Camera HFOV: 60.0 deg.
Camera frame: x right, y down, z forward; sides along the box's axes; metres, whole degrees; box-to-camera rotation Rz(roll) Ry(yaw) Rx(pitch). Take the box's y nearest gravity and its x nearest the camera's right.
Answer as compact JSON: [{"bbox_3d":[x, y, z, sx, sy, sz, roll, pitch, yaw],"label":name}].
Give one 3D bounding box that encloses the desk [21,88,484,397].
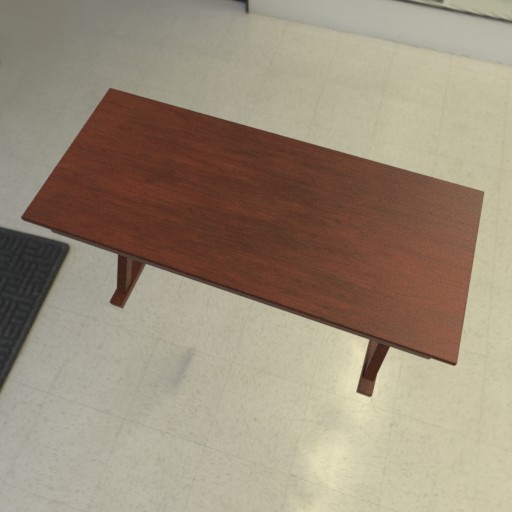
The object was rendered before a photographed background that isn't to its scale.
[{"bbox_3d":[0.000,0.000,1.767,1.372,0.761,0.600,18,65,9],"label":"desk"}]
